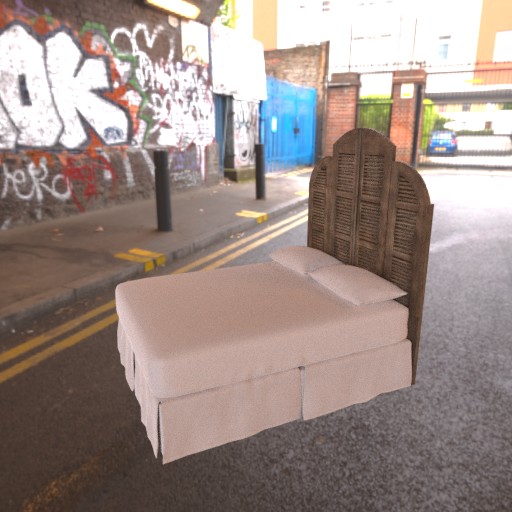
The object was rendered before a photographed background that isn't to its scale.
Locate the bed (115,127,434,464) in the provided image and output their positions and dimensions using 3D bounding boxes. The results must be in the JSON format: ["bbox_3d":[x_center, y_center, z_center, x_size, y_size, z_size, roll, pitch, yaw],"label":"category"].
[{"bbox_3d":[0.000,0.000,3.609,2.138,2.019,1.713,-7,17,-24],"label":"bed"}]
